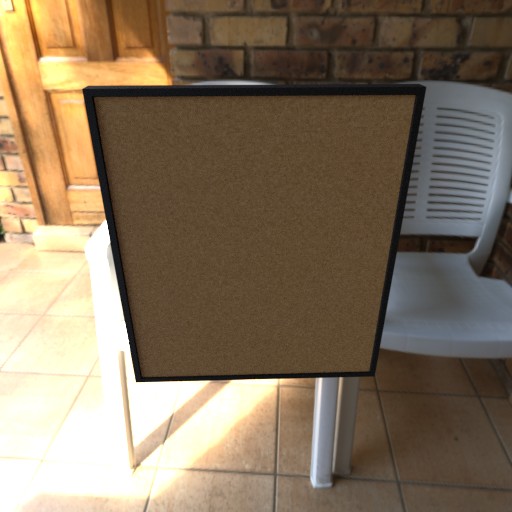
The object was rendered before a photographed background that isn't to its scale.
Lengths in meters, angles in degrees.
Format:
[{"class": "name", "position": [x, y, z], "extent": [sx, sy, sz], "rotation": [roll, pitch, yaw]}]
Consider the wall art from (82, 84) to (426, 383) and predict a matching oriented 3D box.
[{"class": "wall art", "position": [0.000, 0.000, 0.527], "extent": [0.330, 0.381, 0.019], "rotation": [-1, 29, -2]}]
